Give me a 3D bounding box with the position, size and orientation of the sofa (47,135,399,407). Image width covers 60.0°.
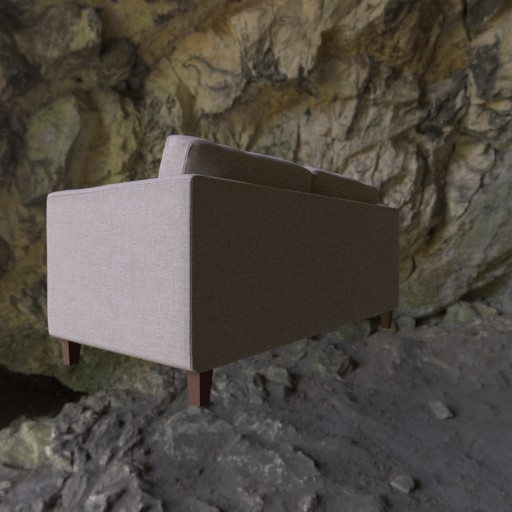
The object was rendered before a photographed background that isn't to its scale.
[{"bbox_3d":[0.000,0.000,2.409,0.951,0.947,1.884,1,2,38],"label":"sofa"}]
